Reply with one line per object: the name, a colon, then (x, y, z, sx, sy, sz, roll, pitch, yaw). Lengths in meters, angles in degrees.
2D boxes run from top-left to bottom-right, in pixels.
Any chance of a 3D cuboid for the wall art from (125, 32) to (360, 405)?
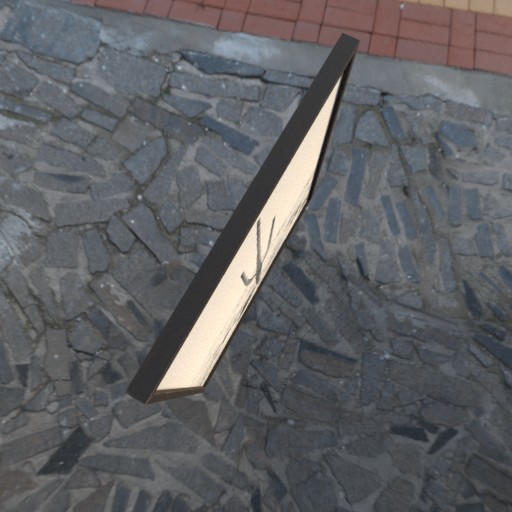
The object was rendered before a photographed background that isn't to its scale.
wall art: (0.000, 0.000, 1.132, 0.038, 0.762, 0.762, 28, 76, 8)
